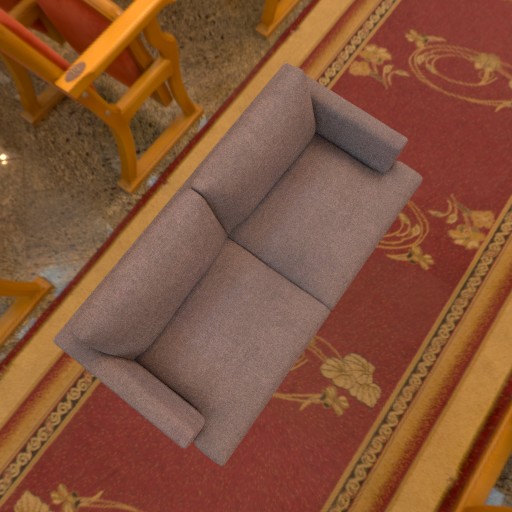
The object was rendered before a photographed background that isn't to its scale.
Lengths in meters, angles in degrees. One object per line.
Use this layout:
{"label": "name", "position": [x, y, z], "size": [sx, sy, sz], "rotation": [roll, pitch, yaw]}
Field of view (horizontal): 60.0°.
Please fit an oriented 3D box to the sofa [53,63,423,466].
{"label": "sofa", "position": [0.000, 0.000, 2.445], "size": [1.020, 0.868, 1.948], "rotation": [36, 78, 8]}
